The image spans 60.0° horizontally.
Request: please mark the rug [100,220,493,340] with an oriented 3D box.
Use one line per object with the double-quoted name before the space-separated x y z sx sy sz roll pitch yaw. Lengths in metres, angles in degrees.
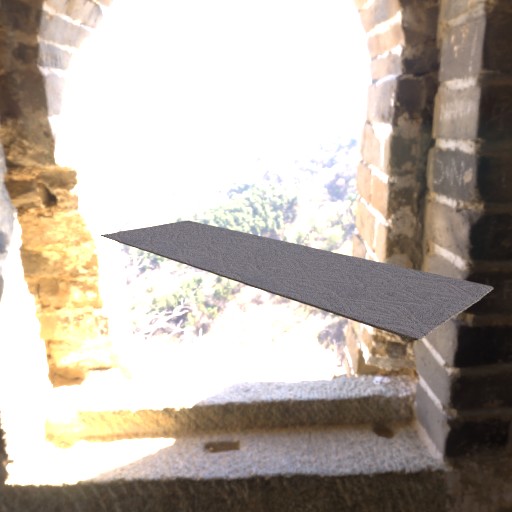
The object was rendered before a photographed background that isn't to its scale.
"rug" 0.000 0.000 2.669 0.807 0.013 2.436 -15 21 -43
